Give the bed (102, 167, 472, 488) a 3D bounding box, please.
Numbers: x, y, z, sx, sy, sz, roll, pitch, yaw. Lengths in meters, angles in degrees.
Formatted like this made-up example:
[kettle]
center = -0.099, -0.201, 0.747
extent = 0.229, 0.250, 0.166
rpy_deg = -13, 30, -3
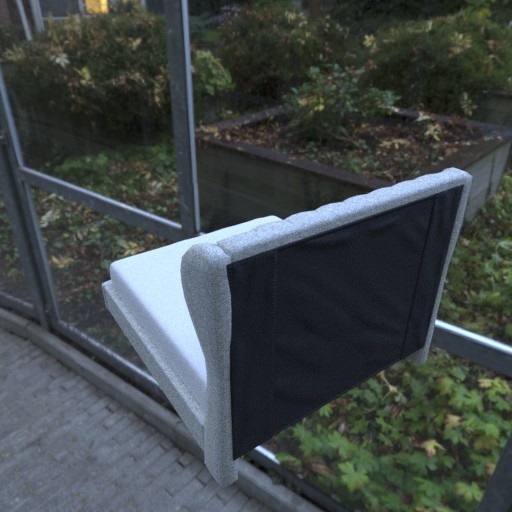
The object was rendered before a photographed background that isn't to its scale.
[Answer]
[bed]
center = 0.000, 0.000, 3.861
extent = 2.219, 1.771, 2.347
rpy_deg = -19, 35, -30
